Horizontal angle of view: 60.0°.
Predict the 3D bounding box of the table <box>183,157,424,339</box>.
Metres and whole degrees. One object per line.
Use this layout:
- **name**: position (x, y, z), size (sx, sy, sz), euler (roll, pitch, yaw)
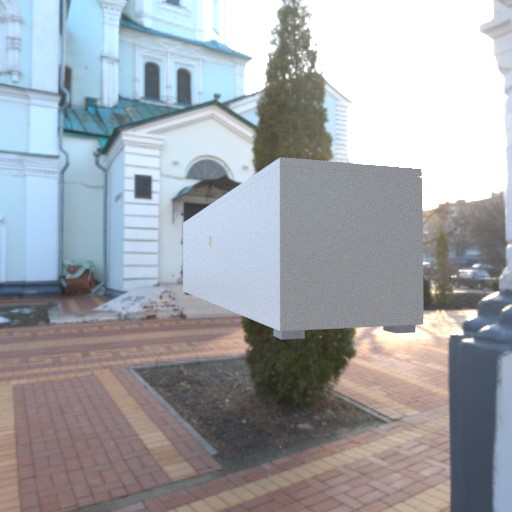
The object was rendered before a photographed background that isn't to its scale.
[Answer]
- **table**: position (0.000, 0.000, 1.865), size (0.390, 0.420, 1.650), euler (0, -1, -17)
